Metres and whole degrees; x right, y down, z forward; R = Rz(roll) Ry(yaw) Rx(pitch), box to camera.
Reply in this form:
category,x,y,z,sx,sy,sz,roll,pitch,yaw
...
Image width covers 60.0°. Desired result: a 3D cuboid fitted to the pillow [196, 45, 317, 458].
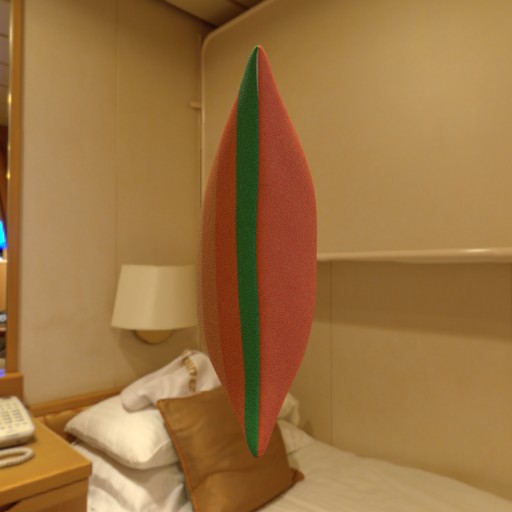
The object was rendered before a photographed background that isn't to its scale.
category,x,y,z,sx,sy,sz,roll,pitch,yaw
pillow,0.000,0.000,0.697,0.169,0.444,0.453,0,-2,-1
